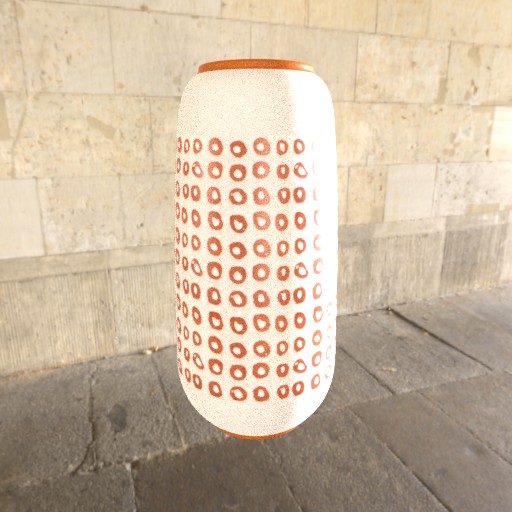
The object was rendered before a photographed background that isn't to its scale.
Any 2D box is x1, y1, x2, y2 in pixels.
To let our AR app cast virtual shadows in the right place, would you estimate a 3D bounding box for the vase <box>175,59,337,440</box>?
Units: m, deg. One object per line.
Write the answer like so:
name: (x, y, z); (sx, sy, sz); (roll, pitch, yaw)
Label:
vase: (0.000, 0.000, 0.357); (0.133, 0.282, 0.133); (0, 16, 0)
